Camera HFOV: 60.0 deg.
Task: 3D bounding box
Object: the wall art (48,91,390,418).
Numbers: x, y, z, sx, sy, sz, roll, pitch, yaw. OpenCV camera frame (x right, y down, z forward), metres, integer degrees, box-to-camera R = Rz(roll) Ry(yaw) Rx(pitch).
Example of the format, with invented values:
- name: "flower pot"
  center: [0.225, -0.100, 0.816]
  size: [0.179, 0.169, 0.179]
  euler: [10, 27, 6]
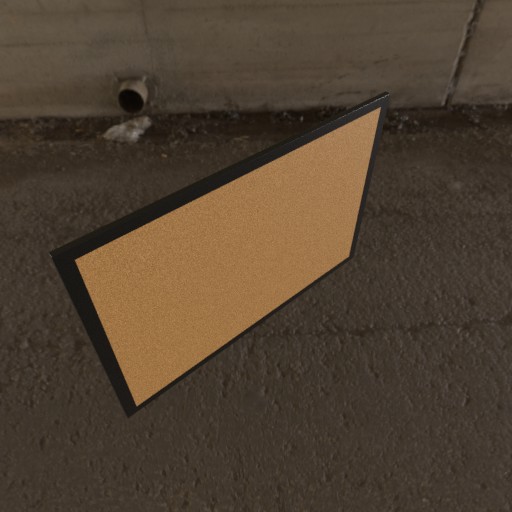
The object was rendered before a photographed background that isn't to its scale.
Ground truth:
- name: "wall art"
  center: [0.000, 0.000, 1.050]
  size: [0.819, 0.552, 0.015]
  euler: [-32, 54, -27]
